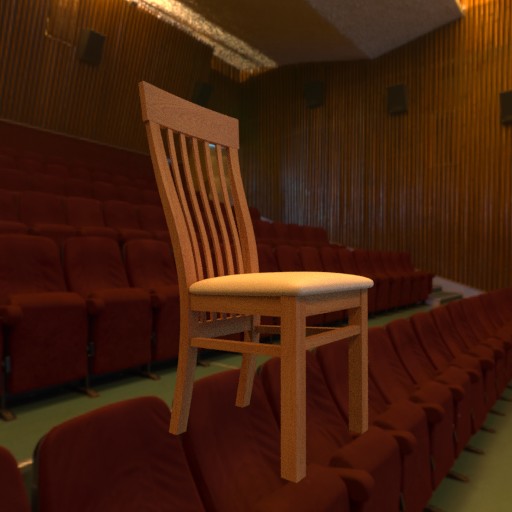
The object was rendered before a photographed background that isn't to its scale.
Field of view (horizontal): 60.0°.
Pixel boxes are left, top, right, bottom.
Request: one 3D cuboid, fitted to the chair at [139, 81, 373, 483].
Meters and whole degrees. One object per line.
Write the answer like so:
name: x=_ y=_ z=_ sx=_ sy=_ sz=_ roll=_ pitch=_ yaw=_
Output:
chair: x=0.000 y=0.000 z=1.348 sx=0.580 sy=1.050 sz=0.450 roll=-1 pitch=-1 yaw=37
